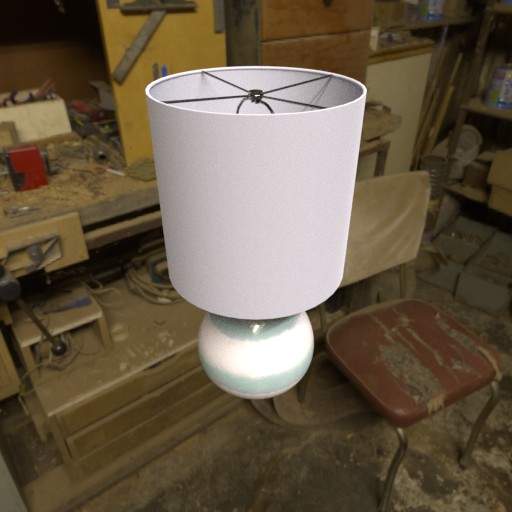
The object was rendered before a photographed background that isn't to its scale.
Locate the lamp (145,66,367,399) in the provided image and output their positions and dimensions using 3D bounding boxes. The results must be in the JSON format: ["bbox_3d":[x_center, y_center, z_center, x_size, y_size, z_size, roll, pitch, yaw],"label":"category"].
[{"bbox_3d":[0.000,0.000,0.551,0.217,0.404,0.217,-22,38,-30],"label":"lamp"}]
